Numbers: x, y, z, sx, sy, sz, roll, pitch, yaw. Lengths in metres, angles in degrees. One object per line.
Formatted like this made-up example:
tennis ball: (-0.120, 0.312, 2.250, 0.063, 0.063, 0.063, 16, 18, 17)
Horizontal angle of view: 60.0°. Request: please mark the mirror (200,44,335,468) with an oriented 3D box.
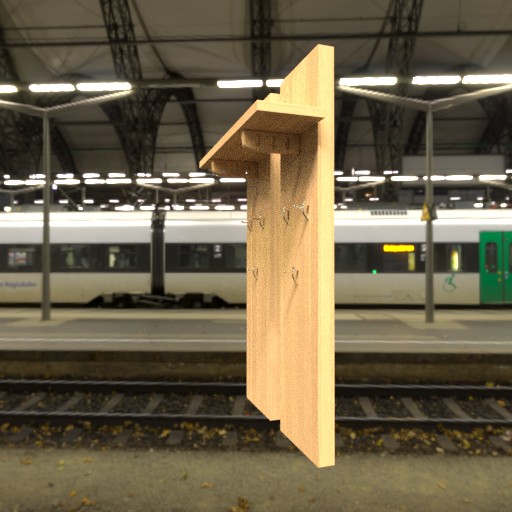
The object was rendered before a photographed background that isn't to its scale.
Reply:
mirror: (0.000, 0.000, 1.619, 0.260, 1.250, 0.800, 0, -1, -18)
